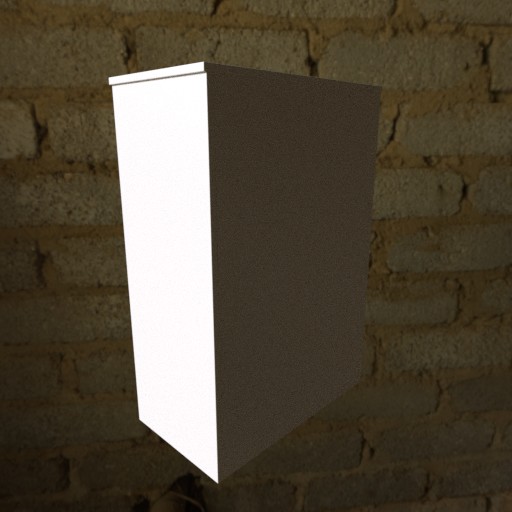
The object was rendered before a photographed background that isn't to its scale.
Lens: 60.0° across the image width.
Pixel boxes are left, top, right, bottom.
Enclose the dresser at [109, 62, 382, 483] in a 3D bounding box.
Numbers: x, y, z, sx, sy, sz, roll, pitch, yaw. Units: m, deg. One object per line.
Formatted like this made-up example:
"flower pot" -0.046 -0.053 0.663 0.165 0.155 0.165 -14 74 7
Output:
"dresser" 0.000 0.000 1.394 0.401 1.021 0.704 15 21 42
